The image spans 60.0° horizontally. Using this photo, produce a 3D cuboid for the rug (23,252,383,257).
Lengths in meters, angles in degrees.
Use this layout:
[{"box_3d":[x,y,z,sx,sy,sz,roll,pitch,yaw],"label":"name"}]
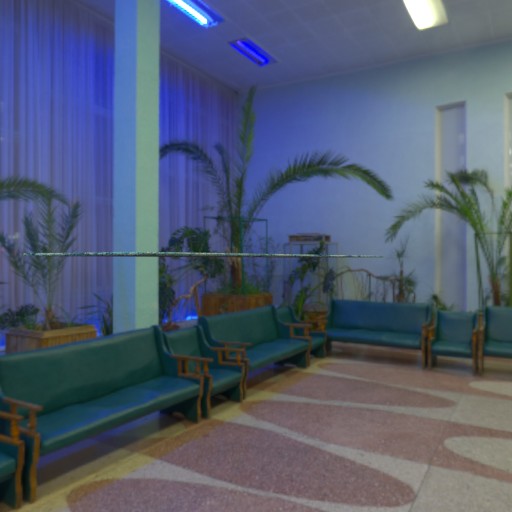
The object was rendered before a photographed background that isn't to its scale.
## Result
[{"box_3d":[0.000,0.000,2.683,0.750,0.011,2.435,0,0,35],"label":"rug"}]
